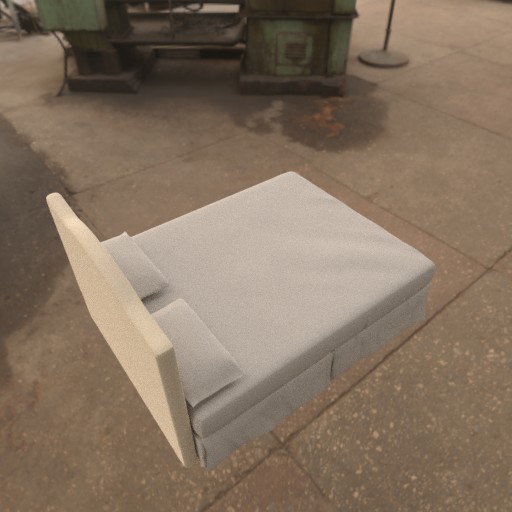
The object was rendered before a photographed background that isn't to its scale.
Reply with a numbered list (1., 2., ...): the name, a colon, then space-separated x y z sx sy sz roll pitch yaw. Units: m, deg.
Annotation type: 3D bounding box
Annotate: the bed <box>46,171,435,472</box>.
1. bed: 0.000 0.000 3.611 2.477 1.437 1.977 -27 49 -26
